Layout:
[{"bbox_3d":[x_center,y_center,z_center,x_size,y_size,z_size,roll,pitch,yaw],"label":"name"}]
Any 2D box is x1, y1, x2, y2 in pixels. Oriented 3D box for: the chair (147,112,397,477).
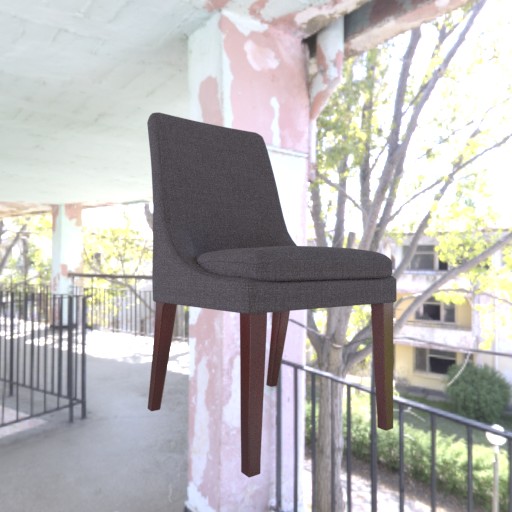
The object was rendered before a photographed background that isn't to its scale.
[{"bbox_3d":[0.000,0.000,1.339,0.508,0.952,0.655,1,-1,-35],"label":"chair"}]
